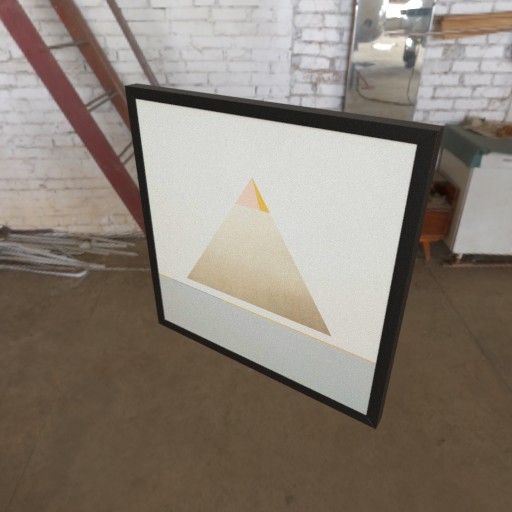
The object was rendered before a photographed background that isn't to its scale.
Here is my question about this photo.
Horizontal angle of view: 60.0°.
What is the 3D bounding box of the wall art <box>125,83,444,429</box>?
[{"bbox_3d":[0.000,0.000,0.763,0.513,0.511,0.028,19,36,28],"label":"wall art"}]
